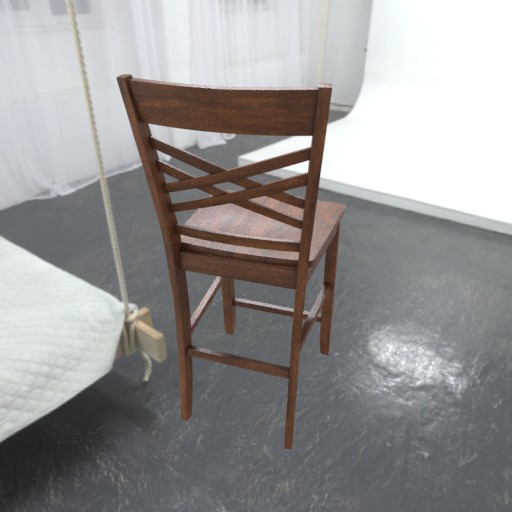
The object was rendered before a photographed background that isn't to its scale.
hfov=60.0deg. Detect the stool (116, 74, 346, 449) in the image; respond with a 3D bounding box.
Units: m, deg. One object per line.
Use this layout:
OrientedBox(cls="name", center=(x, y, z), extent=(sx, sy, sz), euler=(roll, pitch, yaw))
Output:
OrientedBox(cls="stool", center=(0.000, 0.000, 1.358), extent=(0.462, 1.079, 0.539), euler=(9, 31, 16))
